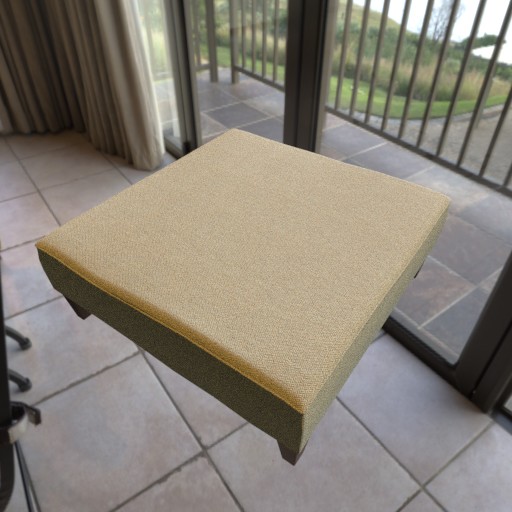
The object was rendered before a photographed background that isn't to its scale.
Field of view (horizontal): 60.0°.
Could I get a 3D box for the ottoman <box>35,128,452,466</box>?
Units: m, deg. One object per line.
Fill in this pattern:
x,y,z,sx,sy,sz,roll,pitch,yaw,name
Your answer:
0.000,0.000,1.538,0.968,0.379,1.004,25,47,26,ottoman
